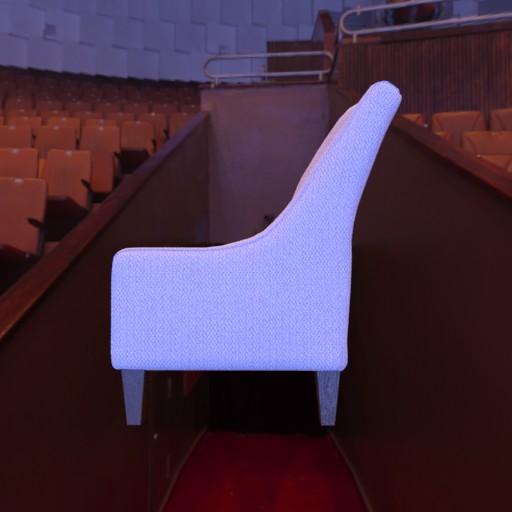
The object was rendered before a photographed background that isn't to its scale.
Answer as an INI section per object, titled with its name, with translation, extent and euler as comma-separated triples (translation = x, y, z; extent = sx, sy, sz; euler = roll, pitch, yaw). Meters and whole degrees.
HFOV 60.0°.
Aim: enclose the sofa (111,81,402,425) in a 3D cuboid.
[sofa]
translation = 0.000, 0.000, 1.896
extent = 0.870, 1.022, 1.242
euler = 0, -1, 0
